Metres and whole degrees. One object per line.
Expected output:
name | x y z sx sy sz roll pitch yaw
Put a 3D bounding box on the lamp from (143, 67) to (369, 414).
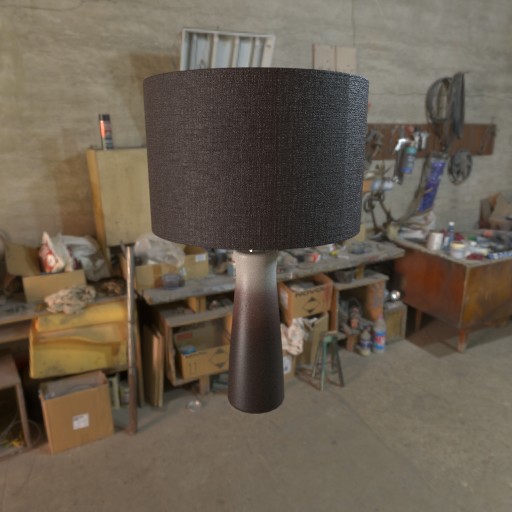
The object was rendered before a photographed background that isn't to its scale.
lamp | 0.000 0.000 0.672 0.303 0.488 0.303 0 15 0
